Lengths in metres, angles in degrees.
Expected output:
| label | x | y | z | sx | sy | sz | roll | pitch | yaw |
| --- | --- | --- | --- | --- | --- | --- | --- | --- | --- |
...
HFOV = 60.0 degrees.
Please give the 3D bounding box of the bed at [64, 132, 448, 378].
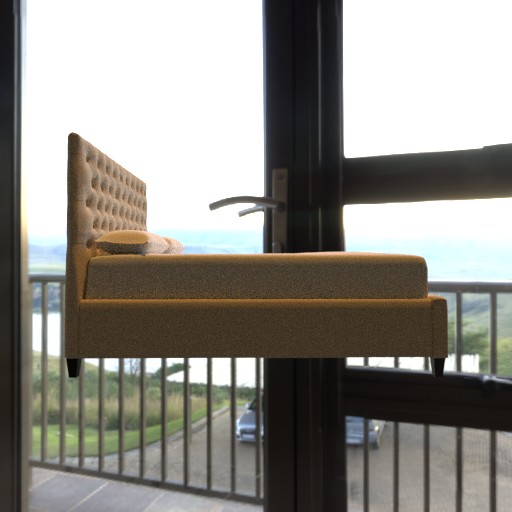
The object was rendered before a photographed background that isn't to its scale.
| label | x | y | z | sx | sy | sz | roll | pitch | yaw |
| --- | --- | --- | --- | --- | --- | --- | --- | --- | --- |
| bed | 0.000 | 0.000 | 3.395 | 2.233 | 1.426 | 1.696 | 0 | -1 | 0 |
